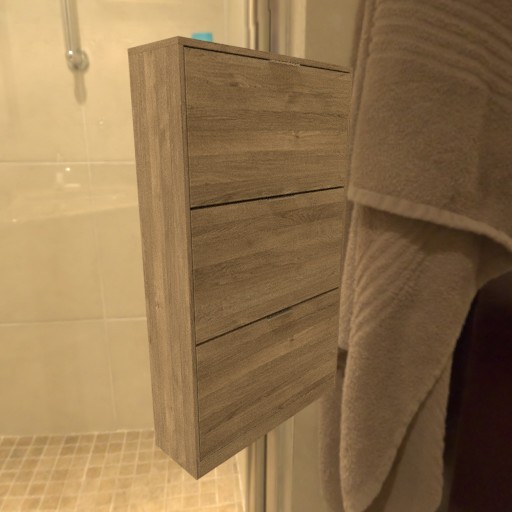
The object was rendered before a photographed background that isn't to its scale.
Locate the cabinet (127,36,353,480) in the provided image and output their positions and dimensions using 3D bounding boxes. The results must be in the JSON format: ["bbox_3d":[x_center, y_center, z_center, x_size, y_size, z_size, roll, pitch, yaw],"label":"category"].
[{"bbox_3d":[0.000,0.000,1.559,0.250,1.280,0.750,15,21,43],"label":"cabinet"}]
